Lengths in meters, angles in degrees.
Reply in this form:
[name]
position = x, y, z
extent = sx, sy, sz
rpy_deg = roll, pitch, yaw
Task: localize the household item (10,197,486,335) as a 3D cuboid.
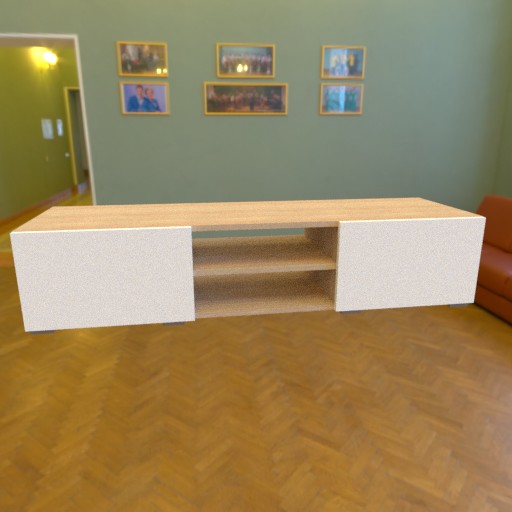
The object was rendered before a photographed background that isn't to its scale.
[household item]
position = 0.000, 0.000, 1.530
extent = 1.400, 0.310, 0.420
rpy_deg = -3, 16, -9
